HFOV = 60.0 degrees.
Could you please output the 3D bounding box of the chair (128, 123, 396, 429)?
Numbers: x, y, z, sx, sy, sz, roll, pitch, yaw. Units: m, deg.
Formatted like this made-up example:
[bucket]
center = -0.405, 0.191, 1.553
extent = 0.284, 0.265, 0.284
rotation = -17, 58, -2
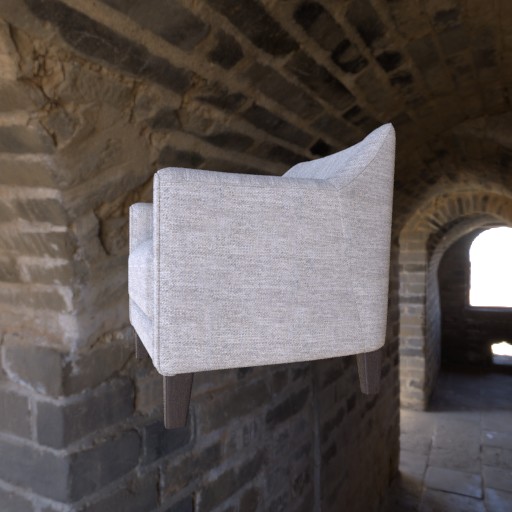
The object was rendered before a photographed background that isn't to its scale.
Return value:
[chair]
center = 0.000, 0.000, 1.438
extent = 0.758, 0.761, 0.796
rotation = 0, 0, -20
